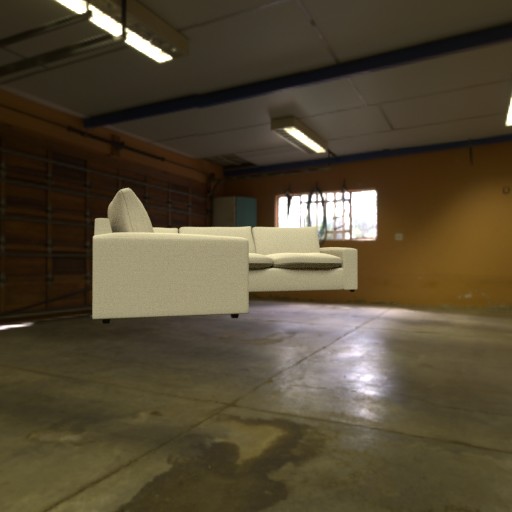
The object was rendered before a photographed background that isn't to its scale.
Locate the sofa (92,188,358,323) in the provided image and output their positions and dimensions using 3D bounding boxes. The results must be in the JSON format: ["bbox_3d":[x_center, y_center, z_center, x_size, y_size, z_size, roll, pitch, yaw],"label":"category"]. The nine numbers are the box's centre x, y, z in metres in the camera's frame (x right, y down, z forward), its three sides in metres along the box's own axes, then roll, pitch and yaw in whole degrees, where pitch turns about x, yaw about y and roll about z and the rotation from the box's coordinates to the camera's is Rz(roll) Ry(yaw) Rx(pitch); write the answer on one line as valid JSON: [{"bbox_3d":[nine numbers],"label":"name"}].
[{"bbox_3d":[0.000,0.000,4.767,3.206,0.918,3.066,0,-1,-18],"label":"sofa"}]
